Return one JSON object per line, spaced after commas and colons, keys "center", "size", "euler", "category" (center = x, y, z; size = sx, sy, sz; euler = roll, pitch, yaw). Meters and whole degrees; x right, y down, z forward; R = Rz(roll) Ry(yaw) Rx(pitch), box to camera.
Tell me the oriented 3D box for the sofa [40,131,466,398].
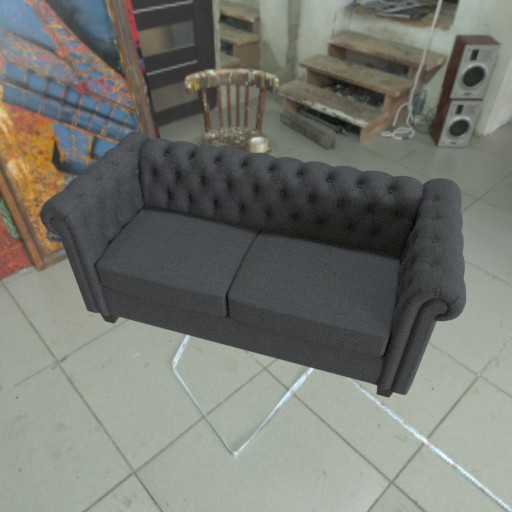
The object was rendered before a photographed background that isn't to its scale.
{"center": [0.000, 0.000, 2.234], "size": [1.798, 0.797, 0.783], "euler": [12, 42, 13], "category": "sofa"}
